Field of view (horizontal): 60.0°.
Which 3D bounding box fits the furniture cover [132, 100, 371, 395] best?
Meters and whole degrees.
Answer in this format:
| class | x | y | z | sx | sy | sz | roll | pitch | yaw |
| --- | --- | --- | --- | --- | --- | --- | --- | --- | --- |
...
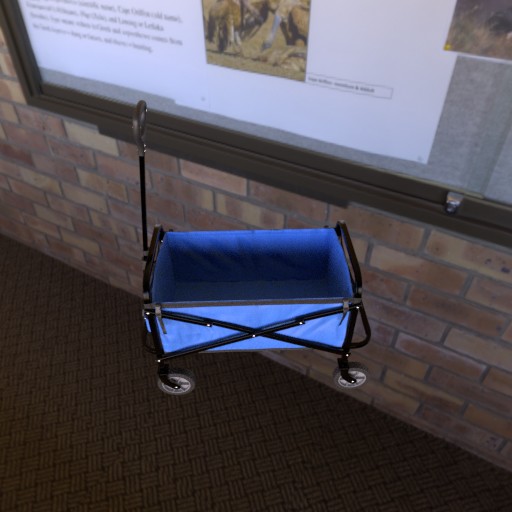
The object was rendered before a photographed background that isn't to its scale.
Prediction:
| class | x | y | z | sx | sy | sz | roll | pitch | yaw |
| --- | --- | --- | --- | --- | --- | --- | --- | --- | --- |
| furniture cover | 0.000 | 0.000 | 1.840 | 1.038 | 1.295 | 0.532 | -1 | 41 | -2 |
